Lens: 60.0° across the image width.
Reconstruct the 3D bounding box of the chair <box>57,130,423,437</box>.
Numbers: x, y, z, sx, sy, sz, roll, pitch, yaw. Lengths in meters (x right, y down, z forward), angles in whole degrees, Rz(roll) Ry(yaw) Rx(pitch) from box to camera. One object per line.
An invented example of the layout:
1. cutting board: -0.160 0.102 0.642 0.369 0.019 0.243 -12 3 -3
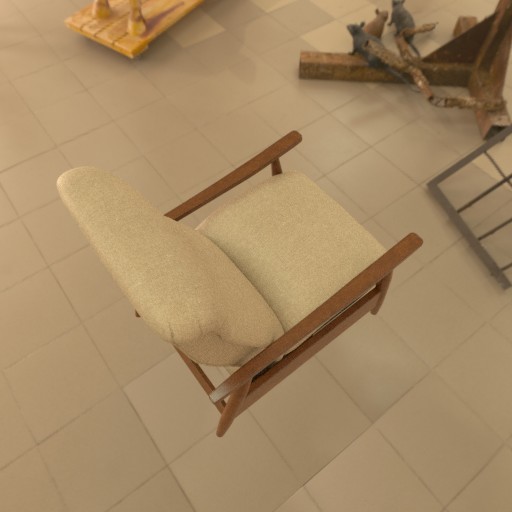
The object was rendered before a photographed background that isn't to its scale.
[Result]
1. chair: 0.000 0.000 1.740 1.030 1.082 0.762 -33 64 -19
